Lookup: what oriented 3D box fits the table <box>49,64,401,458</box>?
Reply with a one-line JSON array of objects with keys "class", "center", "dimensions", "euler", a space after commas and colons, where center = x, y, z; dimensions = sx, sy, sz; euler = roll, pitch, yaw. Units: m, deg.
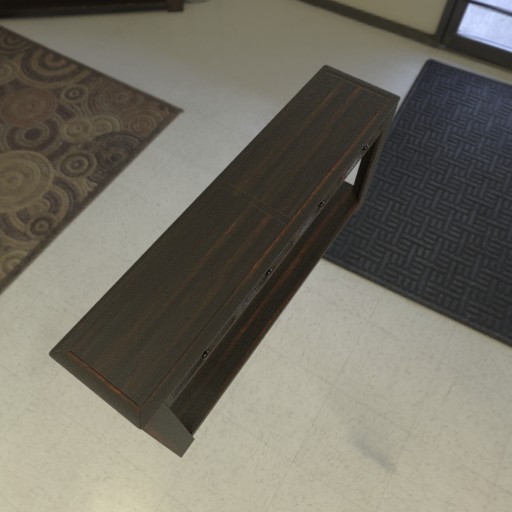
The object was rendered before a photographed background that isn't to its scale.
[{"class": "table", "center": [0.000, 0.000, 1.934], "dimensions": [0.384, 0.762, 1.631], "euler": [31, 65, 17]}]
